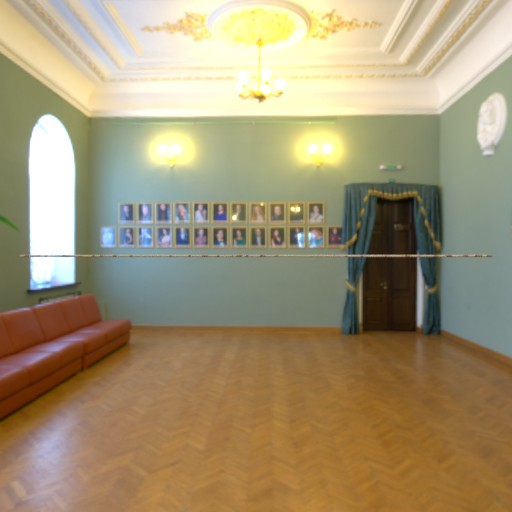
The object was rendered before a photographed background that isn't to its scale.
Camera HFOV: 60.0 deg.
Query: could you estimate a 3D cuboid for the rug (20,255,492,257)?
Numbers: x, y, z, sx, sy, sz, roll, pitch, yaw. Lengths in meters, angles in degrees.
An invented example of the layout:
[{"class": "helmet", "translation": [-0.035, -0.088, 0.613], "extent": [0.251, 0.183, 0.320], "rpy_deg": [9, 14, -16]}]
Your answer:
[{"class": "rug", "translation": [0.000, 0.000, 3.035], "extent": [2.435, 0.011, 1.517], "rpy_deg": [0, 0, 0]}]
